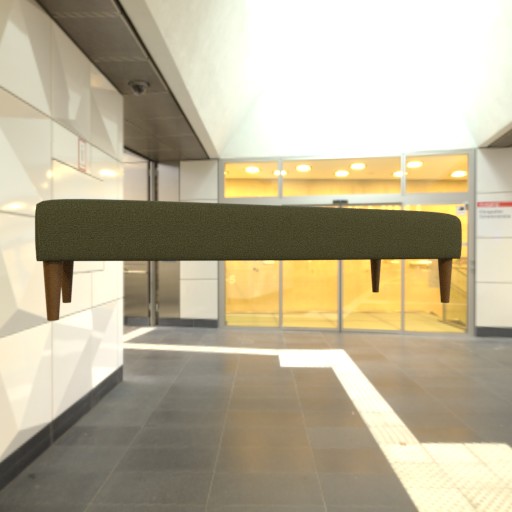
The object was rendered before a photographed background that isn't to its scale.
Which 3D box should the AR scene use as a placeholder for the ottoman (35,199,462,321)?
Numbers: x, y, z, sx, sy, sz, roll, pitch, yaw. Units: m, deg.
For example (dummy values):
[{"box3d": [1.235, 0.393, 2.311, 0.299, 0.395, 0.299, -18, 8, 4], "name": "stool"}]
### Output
[{"box3d": [0.000, 0.000, 1.867, 1.609, 0.393, 0.646, 0, 0, -19], "name": "ottoman"}]
